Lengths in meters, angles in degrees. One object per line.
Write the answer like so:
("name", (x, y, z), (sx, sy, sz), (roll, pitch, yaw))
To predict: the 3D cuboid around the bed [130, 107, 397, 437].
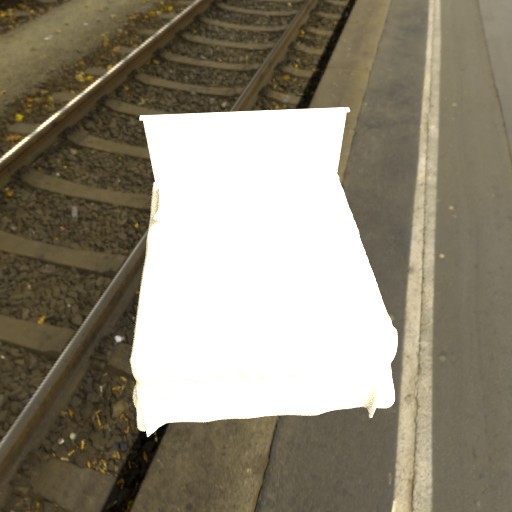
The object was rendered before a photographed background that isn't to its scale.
("bed", (0.000, 0.000, 3.268), (1.876, 1.269, 2.047), (-3, 46, -3))
